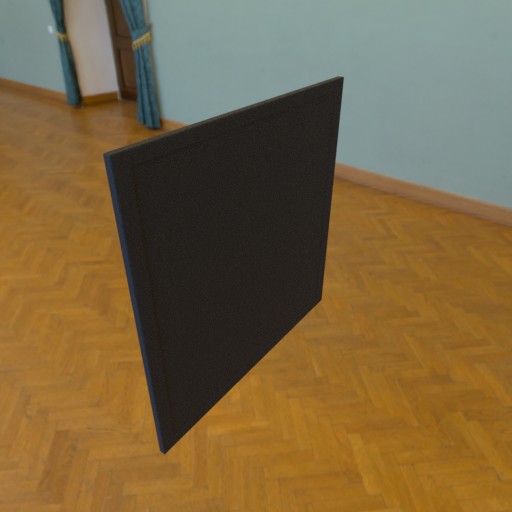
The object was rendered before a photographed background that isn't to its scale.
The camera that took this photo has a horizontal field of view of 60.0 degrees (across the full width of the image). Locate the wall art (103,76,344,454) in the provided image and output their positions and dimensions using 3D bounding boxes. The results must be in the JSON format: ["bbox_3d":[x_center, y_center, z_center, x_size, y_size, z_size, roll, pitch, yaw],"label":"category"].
[{"bbox_3d":[0.000,0.000,0.839,0.012,0.558,0.562,22,39,31],"label":"wall art"}]
